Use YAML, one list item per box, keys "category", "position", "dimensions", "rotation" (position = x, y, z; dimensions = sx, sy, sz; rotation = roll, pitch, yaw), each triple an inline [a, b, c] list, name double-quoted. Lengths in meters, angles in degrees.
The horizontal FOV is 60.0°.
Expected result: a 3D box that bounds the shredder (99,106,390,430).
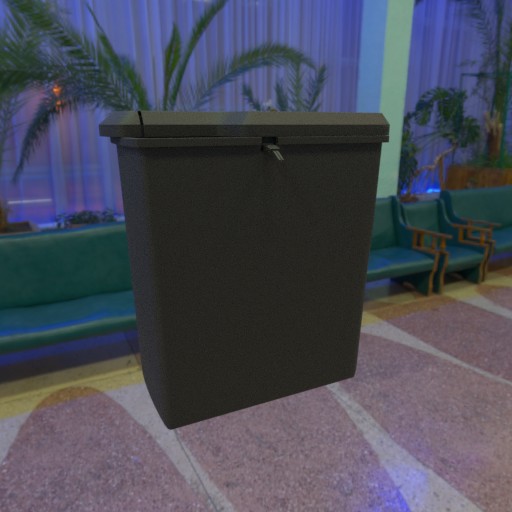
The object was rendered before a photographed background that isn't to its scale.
- category: "shredder"
  position: [0.000, 0.000, 0.527]
  dimensions: [0.320, 0.335, 0.170]
  rotation: [-8, 18, -24]
